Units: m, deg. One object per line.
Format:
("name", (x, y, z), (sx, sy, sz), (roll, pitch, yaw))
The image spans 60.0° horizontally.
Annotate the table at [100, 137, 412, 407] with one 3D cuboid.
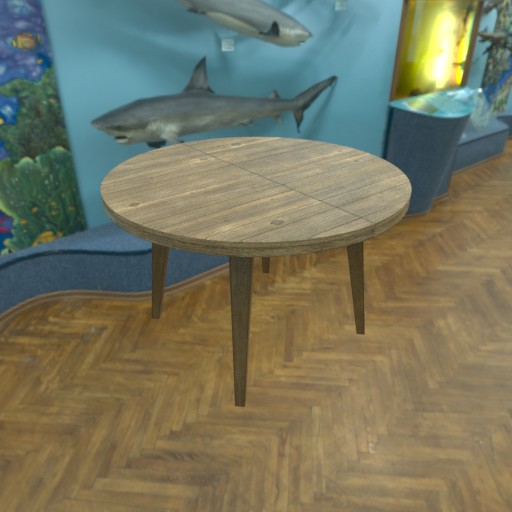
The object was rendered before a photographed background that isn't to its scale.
("table", (0.000, 0.000, 1.993), (1.213, 0.764, 1.213), (0, 29, 0))
